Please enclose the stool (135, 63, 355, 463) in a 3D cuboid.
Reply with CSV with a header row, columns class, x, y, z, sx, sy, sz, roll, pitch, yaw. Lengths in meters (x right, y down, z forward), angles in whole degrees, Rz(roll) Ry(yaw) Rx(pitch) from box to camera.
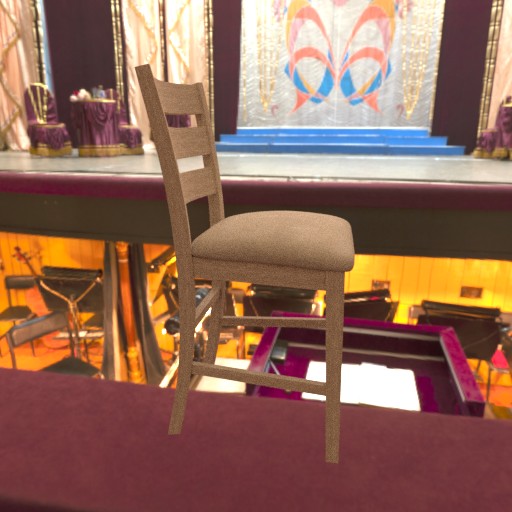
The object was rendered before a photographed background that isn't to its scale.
class,x,y,z,sx,sy,sz,roll,pitch,yaw
stool,0.000,0.000,1.344,0.569,1.032,0.484,3,16,10
